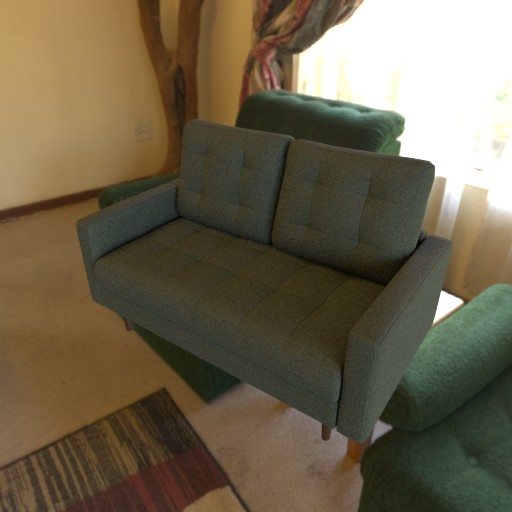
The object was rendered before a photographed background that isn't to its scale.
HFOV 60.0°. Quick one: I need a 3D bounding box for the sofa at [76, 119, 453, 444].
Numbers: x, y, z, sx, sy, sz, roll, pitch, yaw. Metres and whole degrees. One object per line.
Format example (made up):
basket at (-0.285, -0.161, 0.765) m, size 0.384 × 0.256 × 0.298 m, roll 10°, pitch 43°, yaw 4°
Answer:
sofa at (0.000, 0.000, 1.913) m, size 1.407 × 0.907 × 0.842 m, roll 19°, pitch 35°, yaw 30°
